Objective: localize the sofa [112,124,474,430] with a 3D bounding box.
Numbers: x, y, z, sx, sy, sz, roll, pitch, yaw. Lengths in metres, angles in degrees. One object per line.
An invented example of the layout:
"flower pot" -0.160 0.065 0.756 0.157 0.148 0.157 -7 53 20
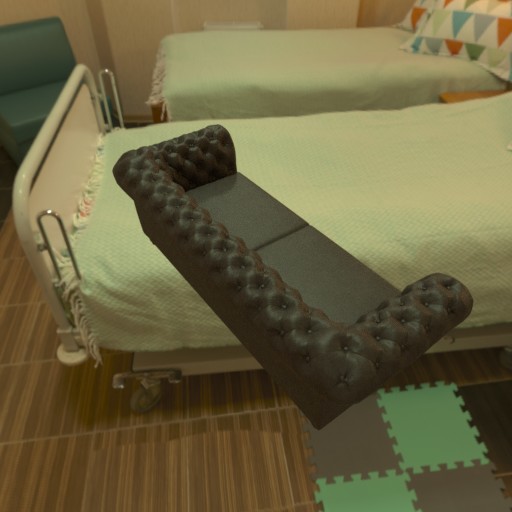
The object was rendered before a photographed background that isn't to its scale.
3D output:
"sofa" 0.000 0.000 2.860 0.944 0.783 2.385 -26 48 -26
